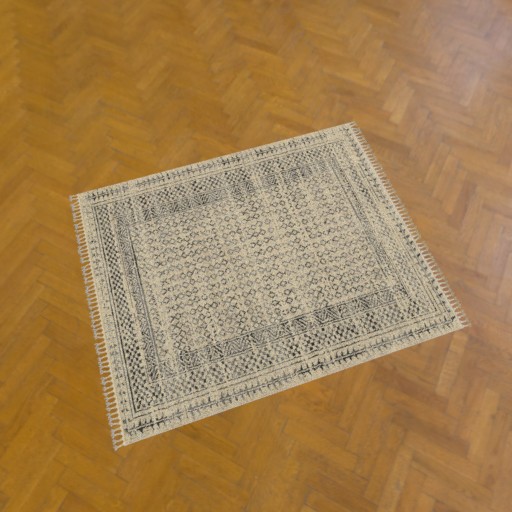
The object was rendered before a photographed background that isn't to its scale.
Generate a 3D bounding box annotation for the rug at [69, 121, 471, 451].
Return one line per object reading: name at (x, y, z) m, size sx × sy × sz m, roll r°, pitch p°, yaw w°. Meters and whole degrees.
rug at (0.000, 0.000, 3.860) m, size 2.940 × 0.013 × 2.312 m, roll -17°, pitch 65°, yaw -8°
